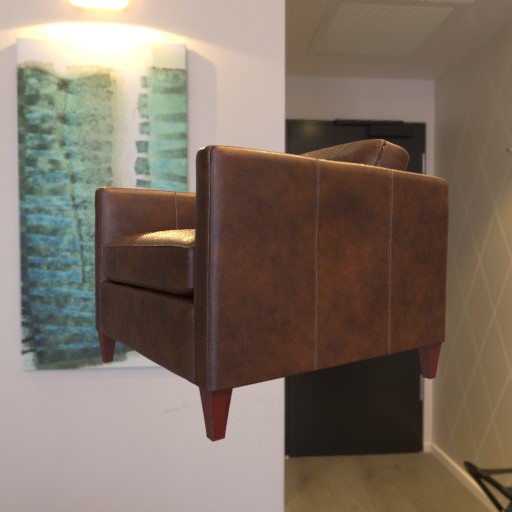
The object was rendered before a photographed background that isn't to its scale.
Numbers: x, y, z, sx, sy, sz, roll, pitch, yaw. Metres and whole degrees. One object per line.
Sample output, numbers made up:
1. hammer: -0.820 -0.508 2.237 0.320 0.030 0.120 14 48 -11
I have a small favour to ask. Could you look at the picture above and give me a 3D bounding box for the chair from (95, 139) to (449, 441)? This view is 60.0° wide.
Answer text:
1. chair: 0.000 0.000 1.682 0.975 0.864 0.990 -1 1 -35
